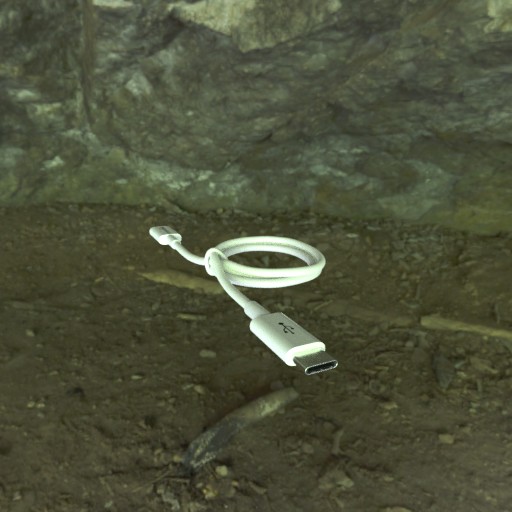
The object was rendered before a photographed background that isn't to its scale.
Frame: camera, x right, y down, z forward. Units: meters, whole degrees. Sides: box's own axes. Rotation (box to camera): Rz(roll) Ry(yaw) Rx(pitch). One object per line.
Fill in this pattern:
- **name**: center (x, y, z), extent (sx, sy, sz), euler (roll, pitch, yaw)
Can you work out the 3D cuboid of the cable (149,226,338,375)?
- **cable**: center (0.000, 0.000, 0.227), extent (0.070, 0.014, 0.203), euler (-8, 18, -25)
